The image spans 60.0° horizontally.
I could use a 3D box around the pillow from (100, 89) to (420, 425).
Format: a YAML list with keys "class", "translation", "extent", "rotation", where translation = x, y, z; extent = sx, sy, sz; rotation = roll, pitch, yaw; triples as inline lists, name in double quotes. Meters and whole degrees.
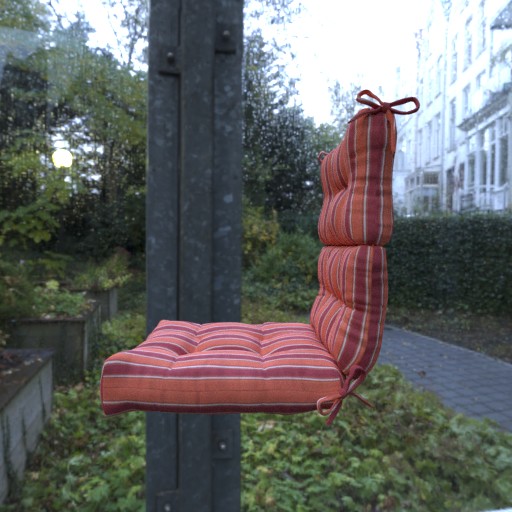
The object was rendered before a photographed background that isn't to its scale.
- class: "pillow"
  translation: [0.000, 0.000, 1.006]
  extent: [0.571, 0.605, 0.519]
  rotation: [0, 1, 0]
